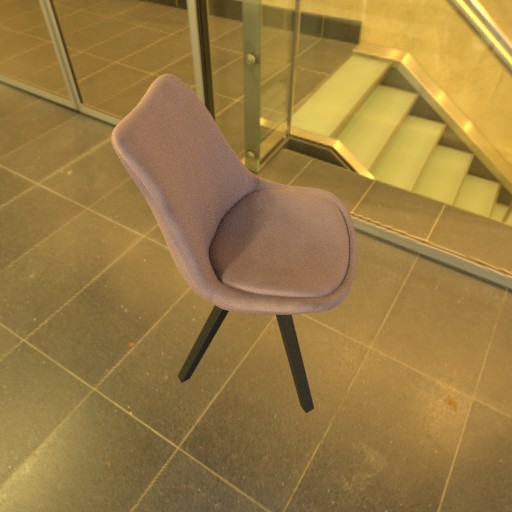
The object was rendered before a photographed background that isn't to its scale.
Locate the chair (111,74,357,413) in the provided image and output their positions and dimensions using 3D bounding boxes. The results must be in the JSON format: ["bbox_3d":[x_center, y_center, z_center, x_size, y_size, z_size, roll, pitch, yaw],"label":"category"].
[{"bbox_3d":[0.000,0.000,1.234,0.547,0.865,0.483,9,47,9],"label":"chair"}]
